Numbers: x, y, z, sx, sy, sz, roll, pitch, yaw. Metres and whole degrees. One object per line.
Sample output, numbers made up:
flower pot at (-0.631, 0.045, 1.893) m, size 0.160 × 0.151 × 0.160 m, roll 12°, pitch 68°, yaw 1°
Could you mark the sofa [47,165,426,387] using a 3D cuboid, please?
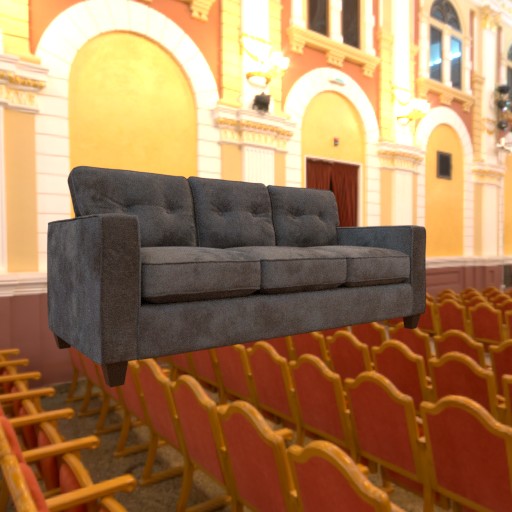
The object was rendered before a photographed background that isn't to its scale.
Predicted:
sofa at (0.000, 0.000, 2.627) m, size 2.133 × 0.965 × 0.939 m, roll -1°, pitch 2°, yaw -36°
